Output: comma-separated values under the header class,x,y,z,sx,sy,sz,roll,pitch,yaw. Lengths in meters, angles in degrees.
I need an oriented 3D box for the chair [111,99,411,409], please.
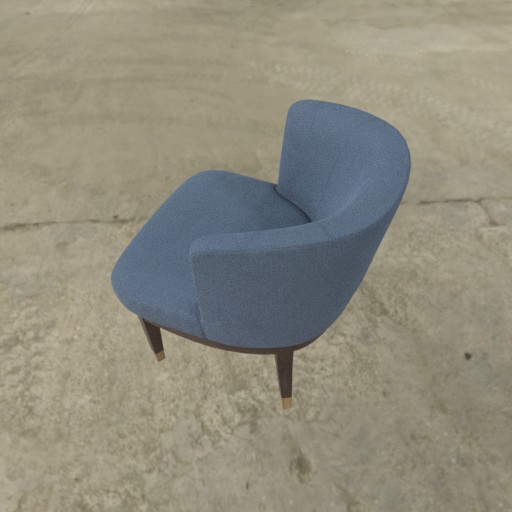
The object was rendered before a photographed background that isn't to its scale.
class,x,y,z,sx,sy,sz,roll,pitch,yaw
chair,0.000,0.000,1.302,0.702,0.760,0.661,16,48,15
